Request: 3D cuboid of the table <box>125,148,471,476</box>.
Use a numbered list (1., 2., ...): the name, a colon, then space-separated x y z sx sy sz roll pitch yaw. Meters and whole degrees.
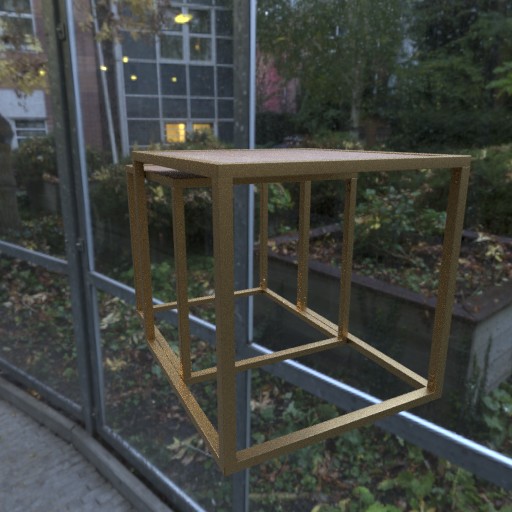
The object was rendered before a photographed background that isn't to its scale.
1. table: 0.000 0.000 1.097 0.505 0.505 0.762 -8 17 -26
